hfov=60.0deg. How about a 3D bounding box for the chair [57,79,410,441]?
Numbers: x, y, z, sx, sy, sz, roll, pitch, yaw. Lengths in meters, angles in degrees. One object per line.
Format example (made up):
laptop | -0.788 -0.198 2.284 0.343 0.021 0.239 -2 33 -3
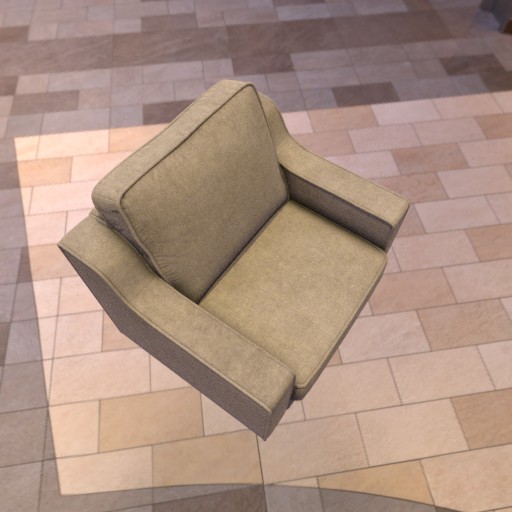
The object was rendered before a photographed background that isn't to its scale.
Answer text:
chair | 0.000 0.000 1.650 0.840 0.944 0.926 31 63 18
